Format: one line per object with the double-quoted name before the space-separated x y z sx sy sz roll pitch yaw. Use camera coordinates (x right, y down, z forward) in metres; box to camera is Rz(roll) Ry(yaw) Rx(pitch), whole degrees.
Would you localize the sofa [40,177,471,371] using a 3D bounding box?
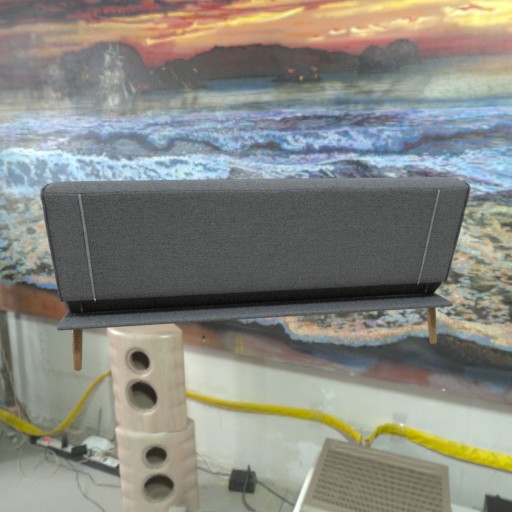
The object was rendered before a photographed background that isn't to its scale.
"sofa" 0.000 0.000 2.306 1.820 0.830 0.810 -2 14 -9
